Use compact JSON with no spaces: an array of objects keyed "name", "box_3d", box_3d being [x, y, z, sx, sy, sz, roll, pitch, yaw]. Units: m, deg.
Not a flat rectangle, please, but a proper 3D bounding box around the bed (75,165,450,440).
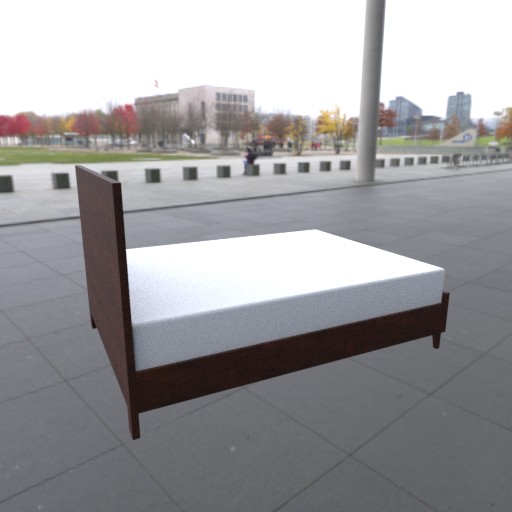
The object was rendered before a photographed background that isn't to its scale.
[{"name":"bed","box_3d":[0.000,0.000,3.216,2.184,1.270,1.600,-7,16,-26]}]
